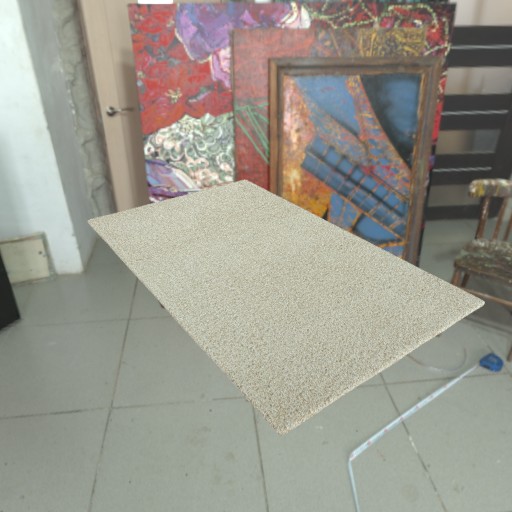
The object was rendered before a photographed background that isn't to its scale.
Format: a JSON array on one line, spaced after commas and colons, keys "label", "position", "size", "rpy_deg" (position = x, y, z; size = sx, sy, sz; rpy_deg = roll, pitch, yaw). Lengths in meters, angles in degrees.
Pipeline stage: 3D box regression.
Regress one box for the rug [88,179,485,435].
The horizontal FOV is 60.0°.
[{"label": "rug", "position": [0.000, 0.000, 3.031], "size": [1.524, 0.030, 2.438], "rpy_deg": [-20, 36, -30]}]
